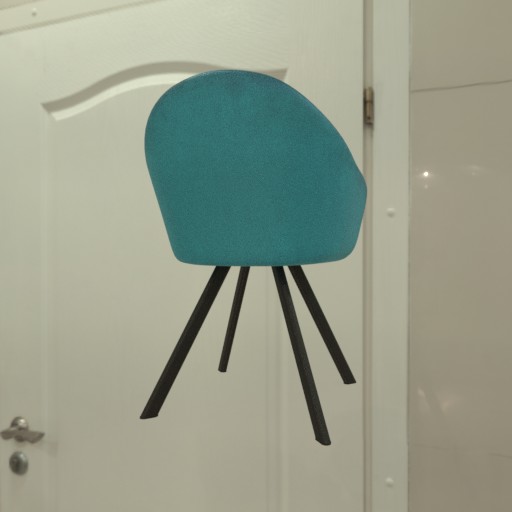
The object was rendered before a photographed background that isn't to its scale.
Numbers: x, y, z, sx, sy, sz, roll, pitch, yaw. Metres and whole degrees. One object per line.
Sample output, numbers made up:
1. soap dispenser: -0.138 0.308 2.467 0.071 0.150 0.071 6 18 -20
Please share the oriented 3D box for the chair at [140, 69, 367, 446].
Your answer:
1. chair: 0.000 0.000 1.174 0.540 0.780 0.570 0 0 19
